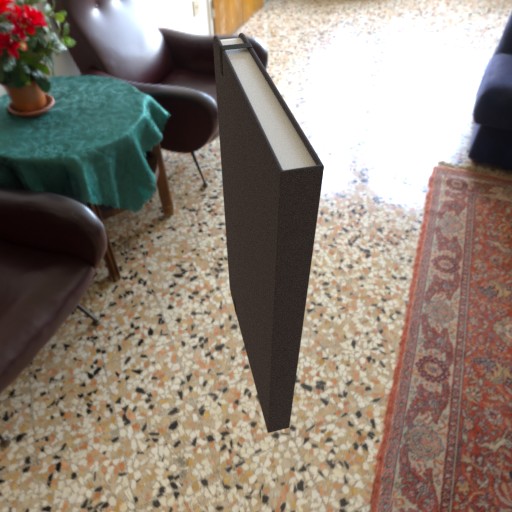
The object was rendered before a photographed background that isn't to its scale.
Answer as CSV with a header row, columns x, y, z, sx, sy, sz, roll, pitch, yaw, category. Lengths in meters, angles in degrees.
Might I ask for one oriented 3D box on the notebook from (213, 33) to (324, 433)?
x,y,z,sx,sy,sz,roll,pitch,yaw,category
0.000,0.000,0.264,0.016,0.213,0.127,-10,47,-10,notebook
